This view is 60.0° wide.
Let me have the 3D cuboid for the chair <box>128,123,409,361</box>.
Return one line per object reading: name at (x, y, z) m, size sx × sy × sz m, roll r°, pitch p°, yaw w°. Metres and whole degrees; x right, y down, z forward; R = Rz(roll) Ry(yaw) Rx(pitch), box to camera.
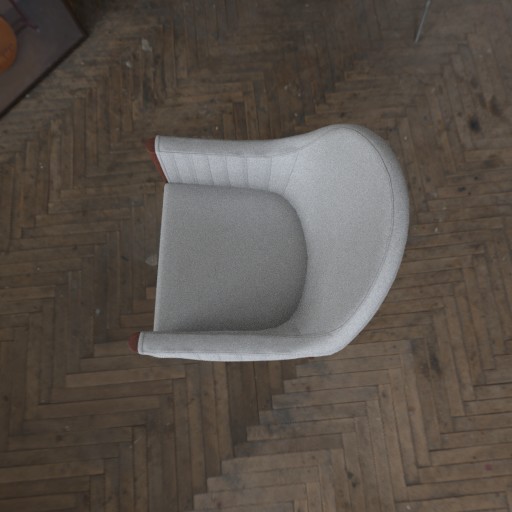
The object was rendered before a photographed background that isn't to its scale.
chair at (0.000, 0.000, 1.313) m, size 0.620 × 0.889 × 0.610 m, roll 1°, pitch 75°, yaw 0°
